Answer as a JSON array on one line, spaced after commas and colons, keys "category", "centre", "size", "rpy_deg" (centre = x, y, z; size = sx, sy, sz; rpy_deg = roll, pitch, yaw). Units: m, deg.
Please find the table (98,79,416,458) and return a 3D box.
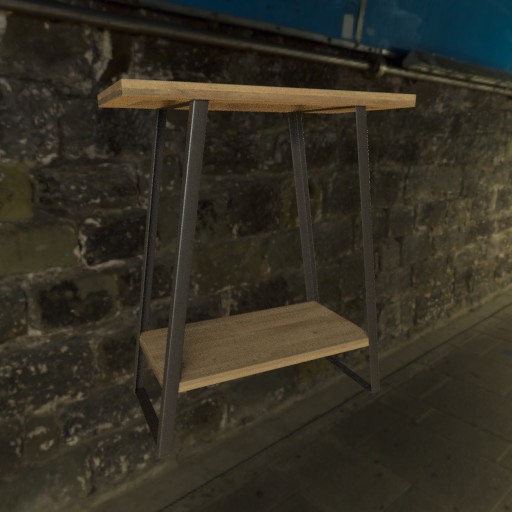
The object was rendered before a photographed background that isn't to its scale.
[{"category": "table", "centre": [0.000, 0.000, 1.021], "size": [0.599, 0.701, 0.300], "rpy_deg": [-7, 17, -25]}]
